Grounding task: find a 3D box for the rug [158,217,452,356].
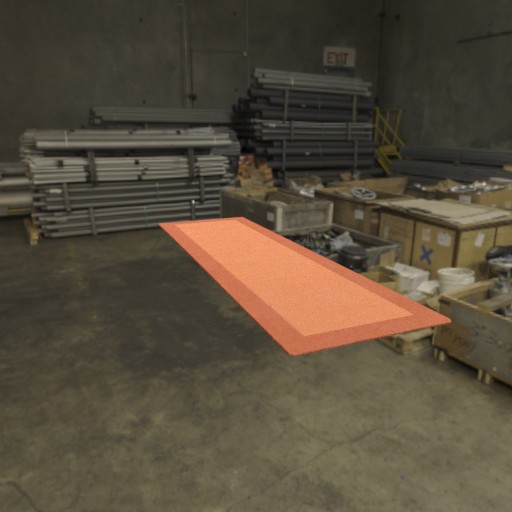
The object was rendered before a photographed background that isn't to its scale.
[{"bbox_3d":[0.000,0.000,2.766,0.914,0.013,2.471,-8,18,-25],"label":"rug"}]
